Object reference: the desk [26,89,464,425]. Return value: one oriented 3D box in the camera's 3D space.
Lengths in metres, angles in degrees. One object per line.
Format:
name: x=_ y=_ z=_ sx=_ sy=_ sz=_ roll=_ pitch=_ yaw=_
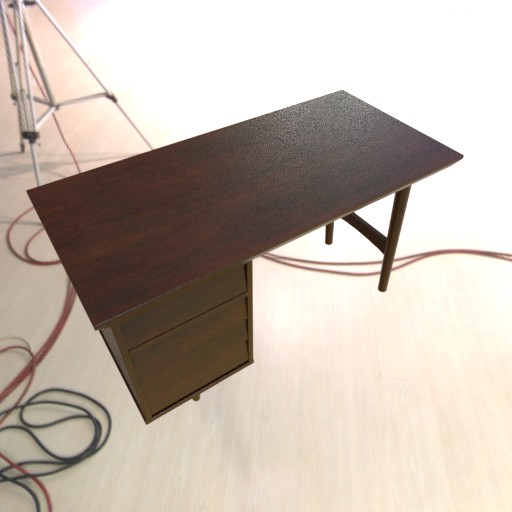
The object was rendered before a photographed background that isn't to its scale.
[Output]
desk: x=0.000 y=0.000 z=1.686 sx=1.277 sy=0.758 sz=0.612 roll=-25 pitch=50 yaw=-23
